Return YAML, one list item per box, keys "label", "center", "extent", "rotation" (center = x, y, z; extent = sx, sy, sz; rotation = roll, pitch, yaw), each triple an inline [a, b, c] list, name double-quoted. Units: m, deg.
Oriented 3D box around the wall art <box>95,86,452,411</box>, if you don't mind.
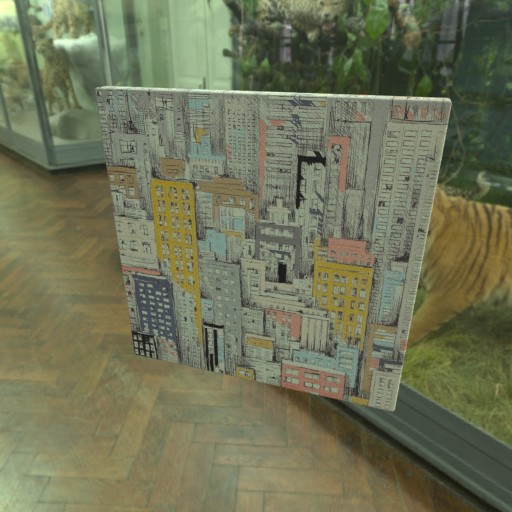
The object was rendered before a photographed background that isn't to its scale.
- label: "wall art"
  center: [0.000, 0.000, 1.094]
  extent: [0.761, 0.762, 0.048]
  rotation: [8, 27, 16]
